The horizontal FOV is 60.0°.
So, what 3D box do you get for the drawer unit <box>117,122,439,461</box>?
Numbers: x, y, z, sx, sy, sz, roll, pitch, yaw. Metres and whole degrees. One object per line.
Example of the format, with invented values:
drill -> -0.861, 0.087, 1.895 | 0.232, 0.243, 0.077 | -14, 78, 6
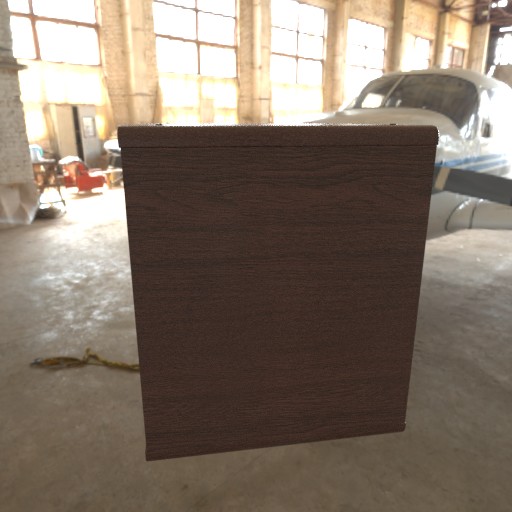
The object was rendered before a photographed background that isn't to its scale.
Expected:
drawer unit -> 0.000, 0.000, 0.599 | 0.290, 0.344, 0.344 | -3, 17, -9
